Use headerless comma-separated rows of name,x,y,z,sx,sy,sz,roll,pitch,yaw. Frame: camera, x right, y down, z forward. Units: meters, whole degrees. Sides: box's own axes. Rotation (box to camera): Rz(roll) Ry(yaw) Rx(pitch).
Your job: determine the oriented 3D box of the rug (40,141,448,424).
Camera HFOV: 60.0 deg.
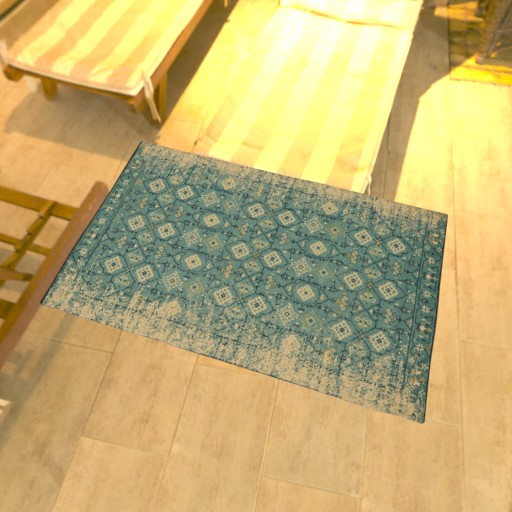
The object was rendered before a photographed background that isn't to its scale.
rug,0.000,0.000,3.028,2.449,0.015,1.530,15,60,9
